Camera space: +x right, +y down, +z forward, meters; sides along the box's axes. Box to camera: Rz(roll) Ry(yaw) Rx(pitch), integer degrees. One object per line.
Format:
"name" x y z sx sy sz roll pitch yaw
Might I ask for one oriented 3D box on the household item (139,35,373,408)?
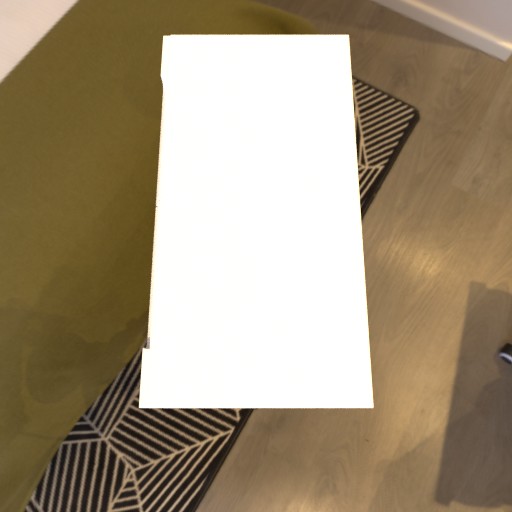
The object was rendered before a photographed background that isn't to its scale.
"household item" 0.000 0.000 1.317 0.420 0.870 0.800 0 75 0
